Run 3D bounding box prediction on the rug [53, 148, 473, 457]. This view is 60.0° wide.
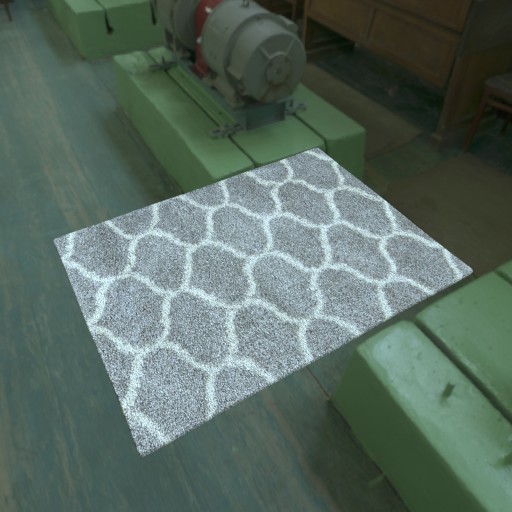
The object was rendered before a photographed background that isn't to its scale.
[{"bbox_3d":[0.000,0.000,2.094,1.600,0.025,1.200,-23,50,-21],"label":"rug"}]
